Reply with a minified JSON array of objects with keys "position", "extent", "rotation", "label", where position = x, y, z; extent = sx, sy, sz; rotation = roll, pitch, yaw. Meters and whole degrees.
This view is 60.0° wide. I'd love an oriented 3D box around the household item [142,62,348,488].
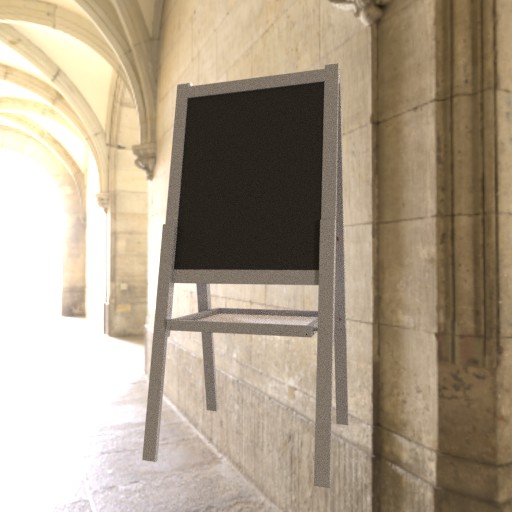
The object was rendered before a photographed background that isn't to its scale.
[{"position":[0.000,0.000,1.416],"extent":[0.531,1.172,0.469],"rotation":[0,-1,17],"label":"household item"}]
